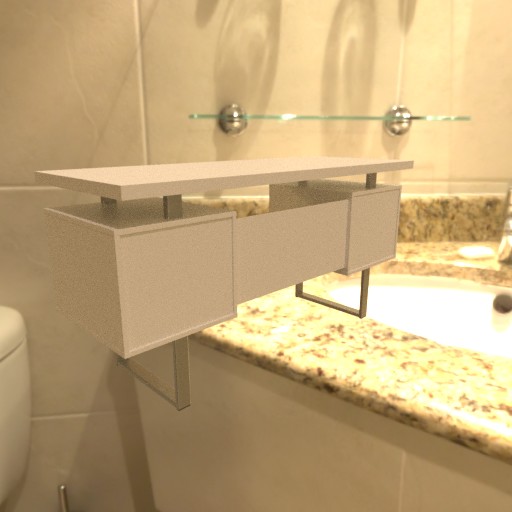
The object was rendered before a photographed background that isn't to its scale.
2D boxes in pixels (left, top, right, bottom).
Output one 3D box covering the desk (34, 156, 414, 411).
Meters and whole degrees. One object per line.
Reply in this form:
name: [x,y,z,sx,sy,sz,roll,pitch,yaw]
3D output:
desk: [0.000,0.000,1.919,1.530,0.773,0.603,-15,21,-42]
